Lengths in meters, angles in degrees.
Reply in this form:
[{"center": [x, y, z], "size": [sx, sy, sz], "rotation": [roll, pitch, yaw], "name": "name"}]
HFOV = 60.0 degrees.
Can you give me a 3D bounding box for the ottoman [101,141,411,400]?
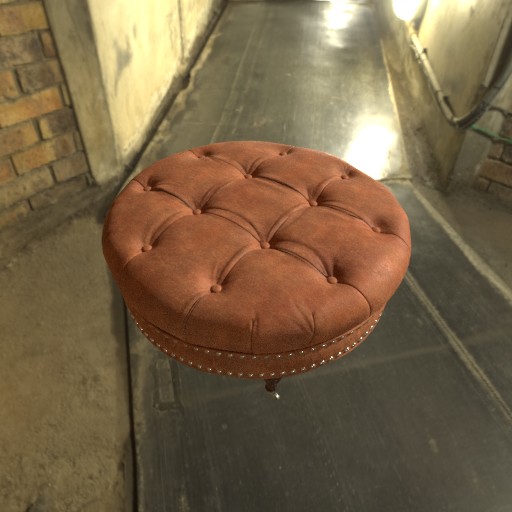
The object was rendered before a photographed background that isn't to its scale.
[{"center": [0.000, 0.000, 1.422], "size": [0.901, 0.444, 0.901], "rotation": [0, 42, 0], "name": "ottoman"}]
